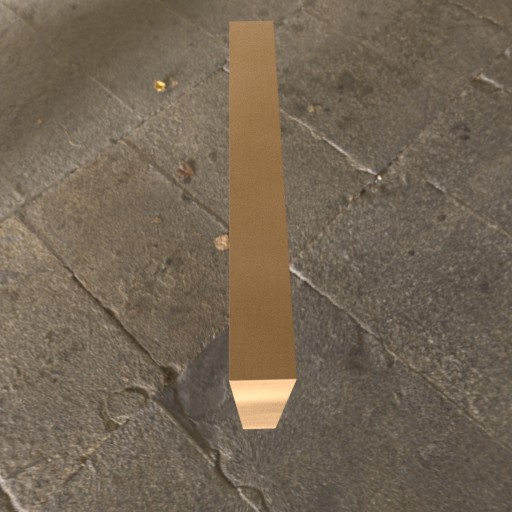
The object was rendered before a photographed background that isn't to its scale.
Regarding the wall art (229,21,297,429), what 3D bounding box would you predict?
[{"bbox_3d":[0.000,0.000,0.453,0.038,0.303,0.305,-1,64,-1],"label":"wall art"}]
